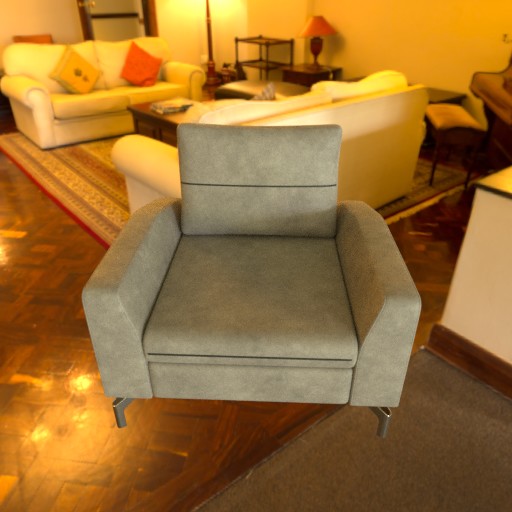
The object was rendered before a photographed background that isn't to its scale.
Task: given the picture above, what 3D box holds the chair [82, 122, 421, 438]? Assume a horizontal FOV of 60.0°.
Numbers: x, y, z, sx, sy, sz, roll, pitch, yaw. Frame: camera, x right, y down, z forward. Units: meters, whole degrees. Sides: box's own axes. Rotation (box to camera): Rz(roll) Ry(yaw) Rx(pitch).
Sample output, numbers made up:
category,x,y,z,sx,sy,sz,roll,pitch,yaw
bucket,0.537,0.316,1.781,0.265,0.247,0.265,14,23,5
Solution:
category,x,y,z,sx,sy,sz,roll,pitch,yaw
chair,0.000,0.000,1.578,0.900,0.800,0.900,1,31,2
